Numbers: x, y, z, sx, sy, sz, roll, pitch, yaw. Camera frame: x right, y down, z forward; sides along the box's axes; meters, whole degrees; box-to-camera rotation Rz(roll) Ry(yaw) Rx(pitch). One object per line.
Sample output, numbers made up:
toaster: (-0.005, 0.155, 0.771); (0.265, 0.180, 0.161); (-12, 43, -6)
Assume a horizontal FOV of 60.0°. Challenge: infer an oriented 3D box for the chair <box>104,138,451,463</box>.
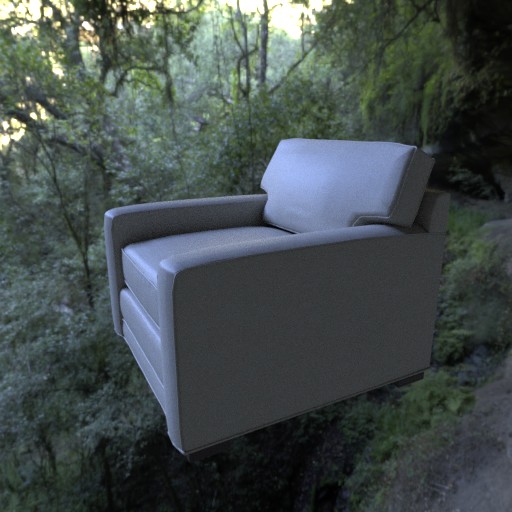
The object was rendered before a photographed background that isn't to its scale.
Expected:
chair: (0.000, 0.000, 1.820); (1.043, 0.913, 0.998); (-8, 18, -27)
